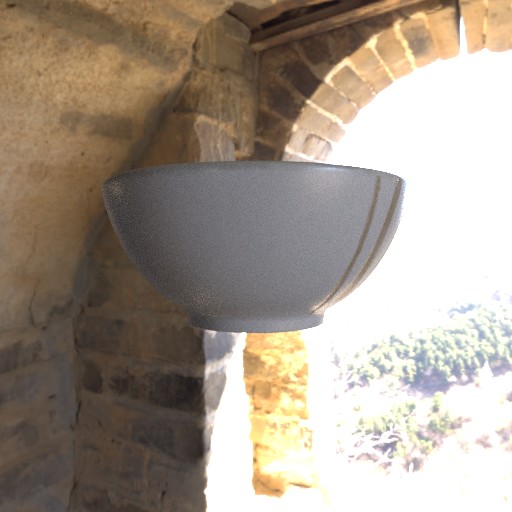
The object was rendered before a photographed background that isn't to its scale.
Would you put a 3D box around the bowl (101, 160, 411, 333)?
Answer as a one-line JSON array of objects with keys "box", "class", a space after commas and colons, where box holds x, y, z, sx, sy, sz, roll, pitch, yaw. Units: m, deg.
[{"box": [0.000, 0.000, 0.407, 0.268, 0.121, 0.268, 0, 1, 0], "class": "bowl"}]
